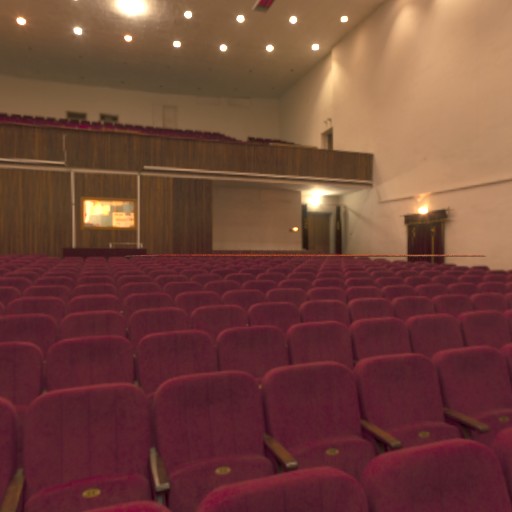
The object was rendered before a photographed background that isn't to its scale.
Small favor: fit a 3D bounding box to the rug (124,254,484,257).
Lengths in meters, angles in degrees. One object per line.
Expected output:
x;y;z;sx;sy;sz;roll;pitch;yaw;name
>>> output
0.000;0.000;3.775;2.007;0.013;2.896;0;0;-20;rug
